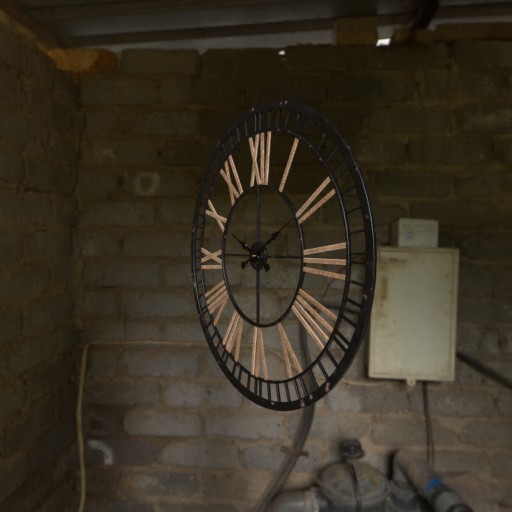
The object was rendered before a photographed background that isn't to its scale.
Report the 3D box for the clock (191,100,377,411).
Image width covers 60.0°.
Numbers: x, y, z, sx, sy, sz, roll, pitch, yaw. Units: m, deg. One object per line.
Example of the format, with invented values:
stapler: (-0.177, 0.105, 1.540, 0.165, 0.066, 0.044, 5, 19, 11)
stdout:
clock: (0.000, 0.000, 1.248, 0.025, 0.843, 0.843, -1, 1, -34)
